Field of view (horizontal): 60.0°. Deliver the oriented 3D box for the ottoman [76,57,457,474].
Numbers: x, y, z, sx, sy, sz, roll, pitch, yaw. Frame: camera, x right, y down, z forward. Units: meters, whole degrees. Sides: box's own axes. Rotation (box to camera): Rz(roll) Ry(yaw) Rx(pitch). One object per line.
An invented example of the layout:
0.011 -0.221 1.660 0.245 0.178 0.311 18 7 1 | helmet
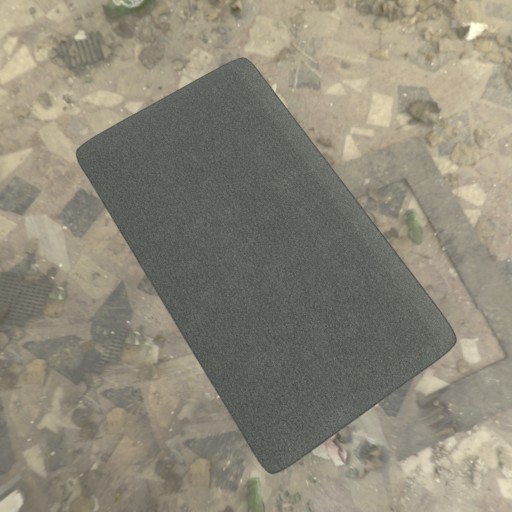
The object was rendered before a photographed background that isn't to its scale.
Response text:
0.000 0.000 1.542 0.681 0.494 1.173 -32 78 -8 | ottoman
